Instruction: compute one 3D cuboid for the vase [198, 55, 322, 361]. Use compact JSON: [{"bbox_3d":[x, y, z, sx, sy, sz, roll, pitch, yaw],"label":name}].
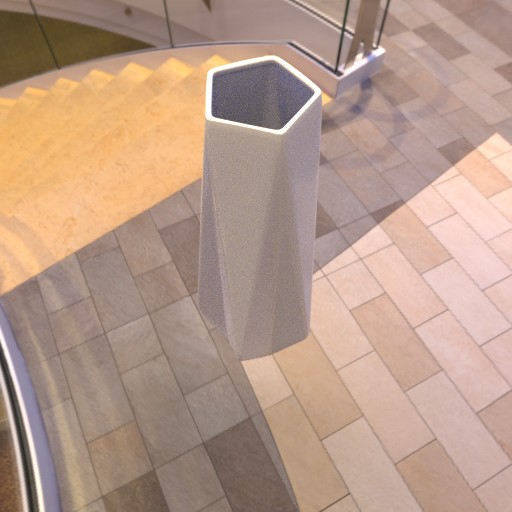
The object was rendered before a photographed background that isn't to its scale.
[{"bbox_3d":[0.000,0.000,0.384,0.122,0.329,0.116,14,59,9],"label":"vase"}]
